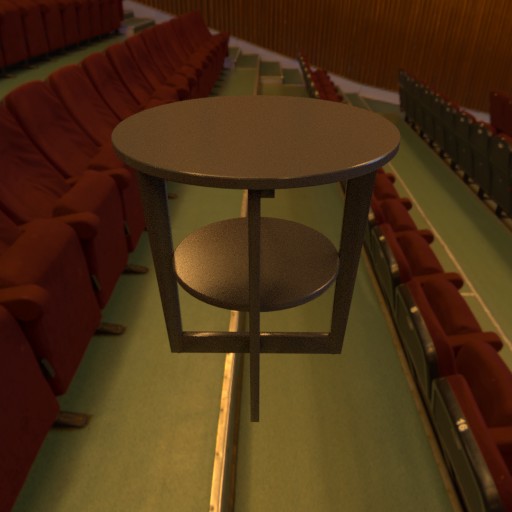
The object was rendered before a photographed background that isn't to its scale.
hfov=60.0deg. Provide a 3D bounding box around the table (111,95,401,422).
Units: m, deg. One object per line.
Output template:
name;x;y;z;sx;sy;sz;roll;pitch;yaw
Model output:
table;0.000;0.000;0.938;0.500;0.550;0.500;0;32;0
